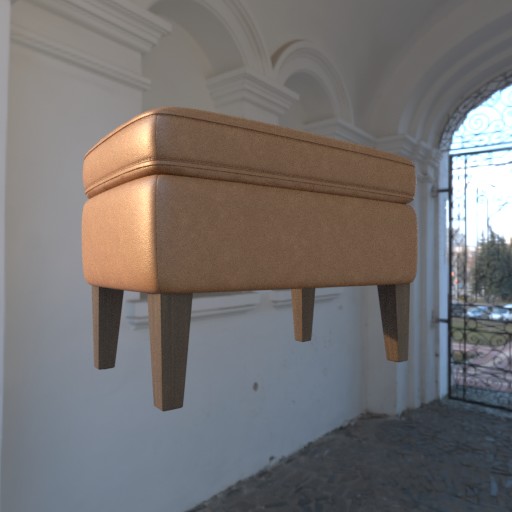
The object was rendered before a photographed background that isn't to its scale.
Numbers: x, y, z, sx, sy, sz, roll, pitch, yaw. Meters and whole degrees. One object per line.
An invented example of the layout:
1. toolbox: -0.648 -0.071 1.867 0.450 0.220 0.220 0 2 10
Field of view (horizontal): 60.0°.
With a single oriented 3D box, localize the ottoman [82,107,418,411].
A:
1. ottoman: 0.000 0.000 0.977 0.670 0.480 0.420 1 -1 -36
